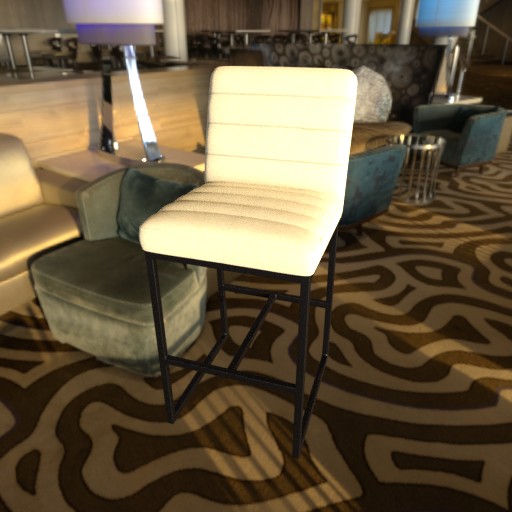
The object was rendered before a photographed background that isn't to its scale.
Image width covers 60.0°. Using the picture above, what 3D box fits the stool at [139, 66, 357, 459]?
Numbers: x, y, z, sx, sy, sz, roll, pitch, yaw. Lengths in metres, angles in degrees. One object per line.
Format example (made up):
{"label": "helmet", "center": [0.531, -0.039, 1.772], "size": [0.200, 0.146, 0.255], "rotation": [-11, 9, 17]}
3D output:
{"label": "stool", "center": [0.000, 0.000, 1.359], "size": [0.460, 1.040, 0.560], "rotation": [9, 28, 16]}
